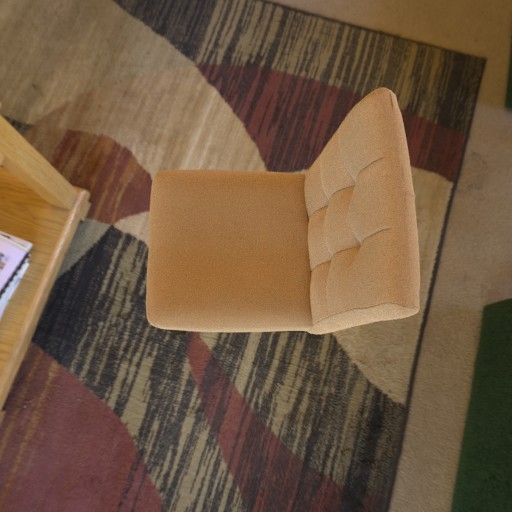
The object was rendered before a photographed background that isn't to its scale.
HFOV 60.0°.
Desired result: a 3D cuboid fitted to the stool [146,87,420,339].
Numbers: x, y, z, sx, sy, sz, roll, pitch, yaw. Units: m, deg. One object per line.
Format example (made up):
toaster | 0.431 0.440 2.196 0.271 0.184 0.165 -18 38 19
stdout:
stool | 0.000 0.000 1.191 0.571 0.885 0.427 -1 76 0
